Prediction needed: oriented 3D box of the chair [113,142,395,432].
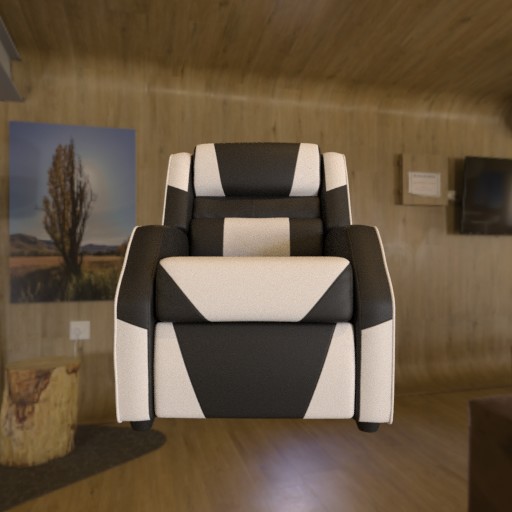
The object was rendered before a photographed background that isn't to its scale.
[{"bbox_3d":[0.000,0.000,1.281,0.620,0.805,0.672,0,0,1],"label":"chair"}]
